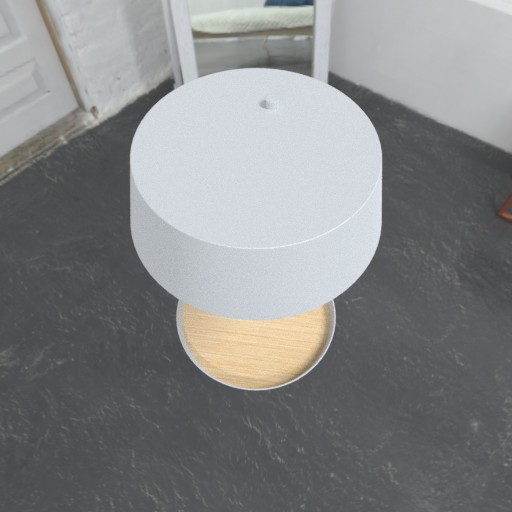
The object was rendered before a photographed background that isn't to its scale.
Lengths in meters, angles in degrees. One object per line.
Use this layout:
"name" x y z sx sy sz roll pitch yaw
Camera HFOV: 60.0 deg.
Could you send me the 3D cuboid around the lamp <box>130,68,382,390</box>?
"lamp" 0.000 0.000 0.611 0.291 0.429 0.291 0 58 0
